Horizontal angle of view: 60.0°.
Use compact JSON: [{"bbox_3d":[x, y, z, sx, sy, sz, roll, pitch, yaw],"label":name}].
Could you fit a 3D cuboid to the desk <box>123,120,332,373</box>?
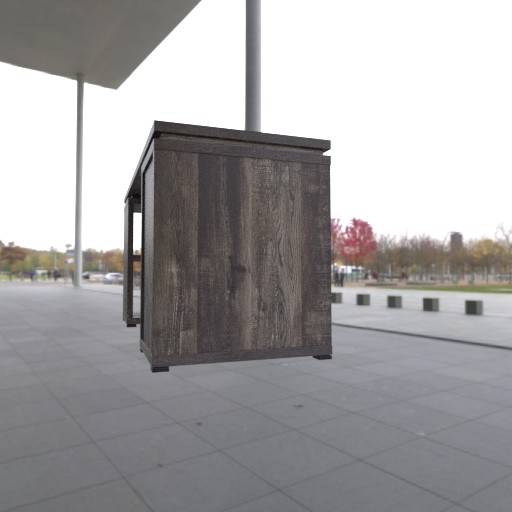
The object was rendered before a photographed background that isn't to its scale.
[{"bbox_3d":[0.000,0.000,2.237,1.200,0.753,1.524,1,-2,-20],"label":"desk"}]
